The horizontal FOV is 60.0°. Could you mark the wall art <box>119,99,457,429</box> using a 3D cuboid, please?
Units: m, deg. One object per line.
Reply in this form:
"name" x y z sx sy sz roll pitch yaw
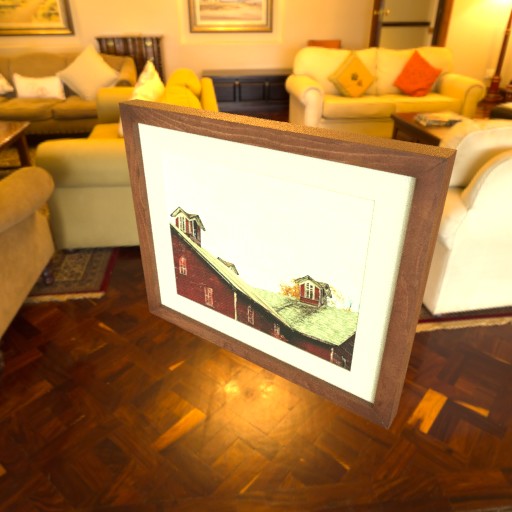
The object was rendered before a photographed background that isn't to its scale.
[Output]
"wall art" 0.000 0.000 0.552 0.401 0.328 0.030 19 35 30
